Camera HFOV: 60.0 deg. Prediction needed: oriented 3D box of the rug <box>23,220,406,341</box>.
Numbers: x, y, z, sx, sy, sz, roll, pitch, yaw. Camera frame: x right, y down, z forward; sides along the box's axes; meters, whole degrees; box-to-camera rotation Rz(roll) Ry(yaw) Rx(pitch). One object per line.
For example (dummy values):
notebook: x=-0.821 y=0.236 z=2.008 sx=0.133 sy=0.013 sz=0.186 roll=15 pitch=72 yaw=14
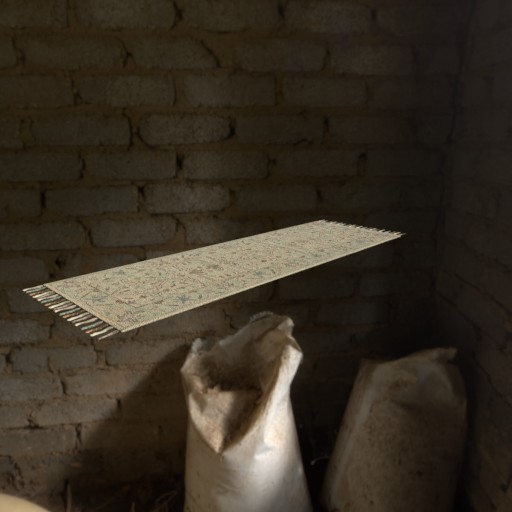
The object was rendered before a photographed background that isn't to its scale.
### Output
rug: x=0.000 y=0.000 z=2.711 sx=0.769 sy=0.013 sz=2.440 roll=15 pitch=22 yaw=42
